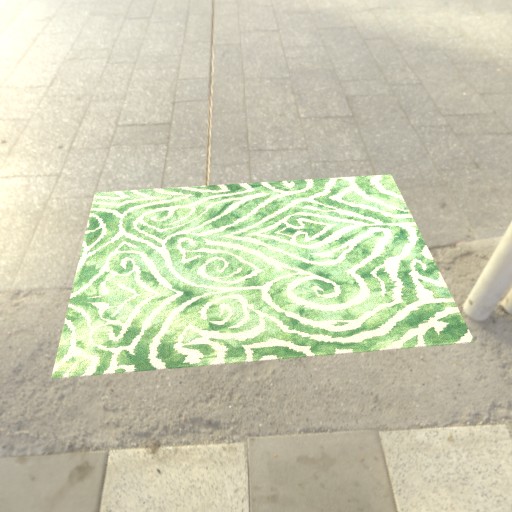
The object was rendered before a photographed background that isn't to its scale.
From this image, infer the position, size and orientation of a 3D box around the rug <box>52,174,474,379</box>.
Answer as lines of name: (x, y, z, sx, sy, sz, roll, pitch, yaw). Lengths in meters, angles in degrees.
rug: (0.000, 0.000, 2.314, 1.826, 0.006, 1.220, -4, 47, -4)
